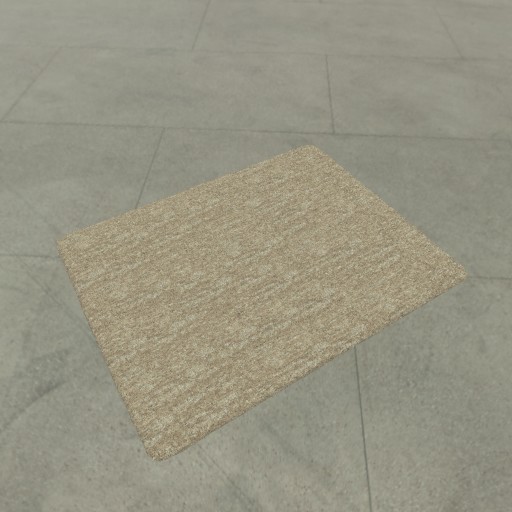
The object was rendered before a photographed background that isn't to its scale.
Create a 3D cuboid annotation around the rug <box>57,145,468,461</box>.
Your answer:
[{"bbox_3d":[0.000,0.000,3.796,2.873,0.050,2.242,-25,53,-21],"label":"rug"}]
